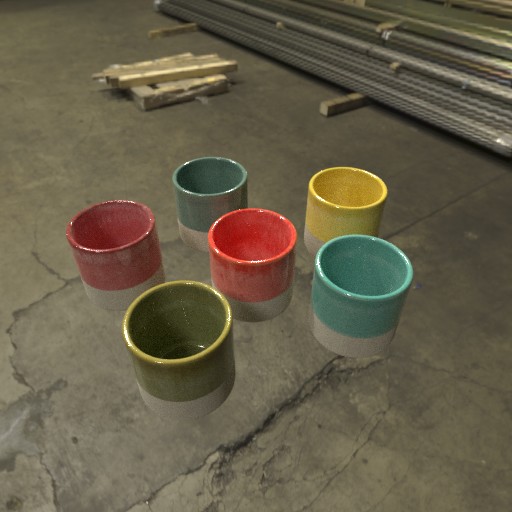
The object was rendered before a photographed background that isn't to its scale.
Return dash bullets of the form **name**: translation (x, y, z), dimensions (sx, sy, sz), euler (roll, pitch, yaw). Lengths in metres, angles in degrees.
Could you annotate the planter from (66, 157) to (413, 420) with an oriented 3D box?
- **planter**: translation (0.000, 0.000, 0.407), dimensions (0.286, 0.075, 0.257), euler (-26, 48, -26)
